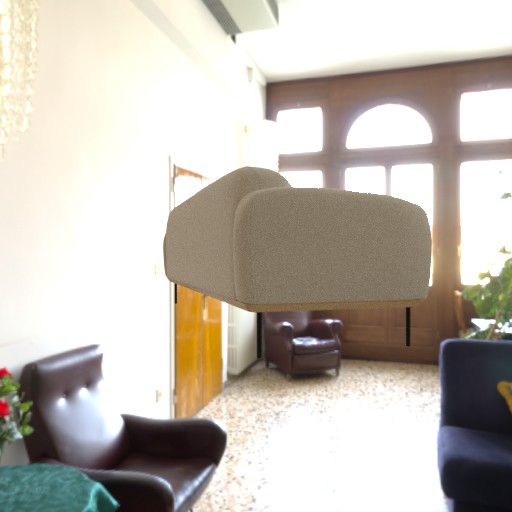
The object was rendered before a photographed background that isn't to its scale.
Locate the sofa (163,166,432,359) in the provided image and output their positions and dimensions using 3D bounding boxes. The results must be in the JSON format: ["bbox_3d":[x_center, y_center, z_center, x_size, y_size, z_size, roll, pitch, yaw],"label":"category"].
[{"bbox_3d":[0.000,0.000,2.761,0.880,0.780,2.257,0,0,-19],"label":"sofa"}]
